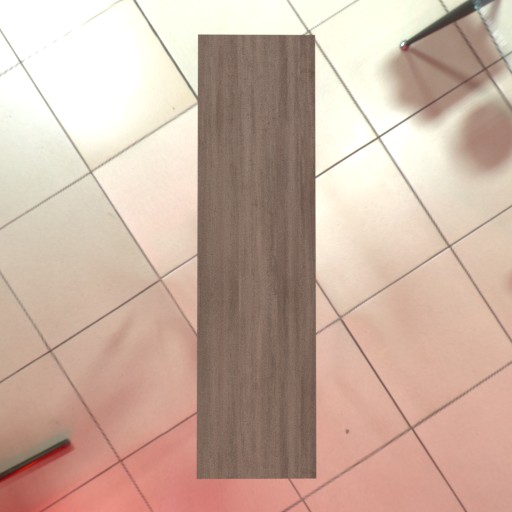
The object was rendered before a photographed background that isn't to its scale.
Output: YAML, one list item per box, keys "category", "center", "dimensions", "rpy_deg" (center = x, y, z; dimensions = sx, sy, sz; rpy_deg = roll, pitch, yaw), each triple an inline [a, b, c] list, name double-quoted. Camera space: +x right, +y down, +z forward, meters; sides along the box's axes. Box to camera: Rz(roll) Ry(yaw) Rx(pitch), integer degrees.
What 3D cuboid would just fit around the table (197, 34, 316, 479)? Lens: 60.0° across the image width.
- category: "table"
  center: [0.000, 0.000, 1.761]
  dimensions: [0.400, 0.530, 1.500]
  rpy_deg: [0, 89, 0]
